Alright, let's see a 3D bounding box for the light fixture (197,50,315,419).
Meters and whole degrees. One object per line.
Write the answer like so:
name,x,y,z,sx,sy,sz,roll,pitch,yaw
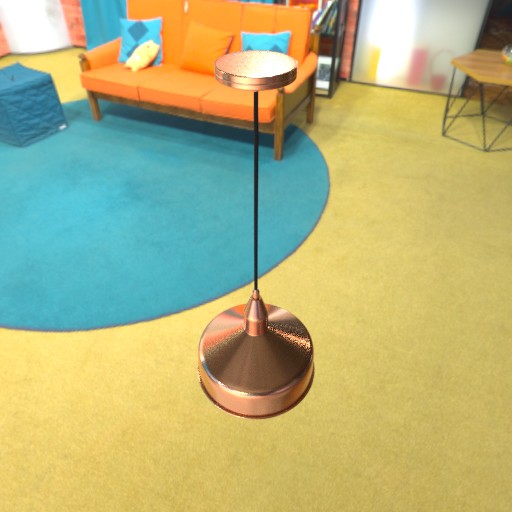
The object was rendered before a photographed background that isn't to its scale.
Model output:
light fixture,0.000,0.000,0.899,0.301,0.754,0.301,-13,43,-14
